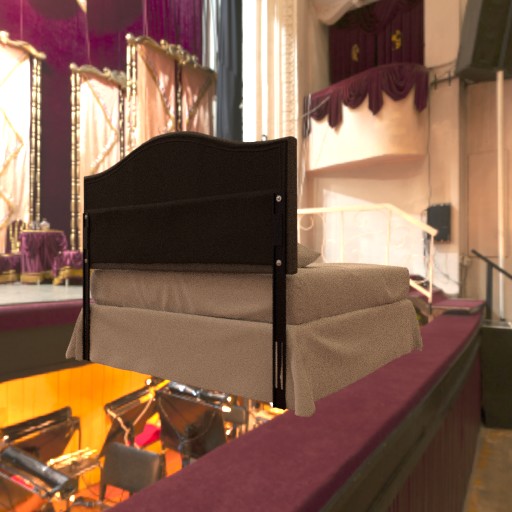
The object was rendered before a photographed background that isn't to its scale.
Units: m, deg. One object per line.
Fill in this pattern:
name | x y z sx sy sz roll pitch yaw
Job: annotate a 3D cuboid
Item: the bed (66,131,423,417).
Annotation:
bed | 0.000 0.000 3.789 2.314 1.651 2.219 0 0 37
